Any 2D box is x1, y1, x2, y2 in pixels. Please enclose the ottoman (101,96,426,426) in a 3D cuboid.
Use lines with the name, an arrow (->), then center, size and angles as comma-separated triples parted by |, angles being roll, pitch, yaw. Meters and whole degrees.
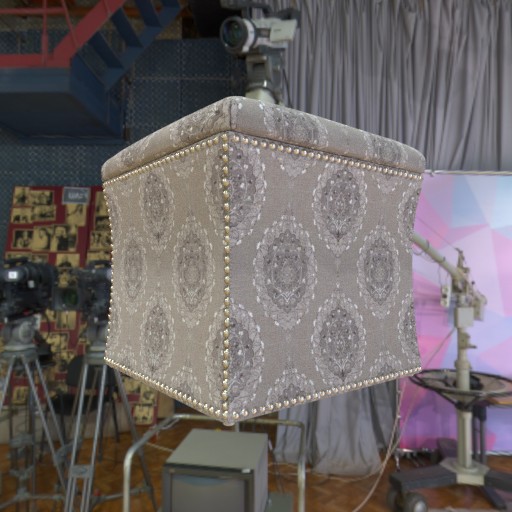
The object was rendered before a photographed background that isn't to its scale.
ottoman -> 0.000, 0.000, 0.915 | 0.497, 0.473, 0.507 | 1, -1, -38
